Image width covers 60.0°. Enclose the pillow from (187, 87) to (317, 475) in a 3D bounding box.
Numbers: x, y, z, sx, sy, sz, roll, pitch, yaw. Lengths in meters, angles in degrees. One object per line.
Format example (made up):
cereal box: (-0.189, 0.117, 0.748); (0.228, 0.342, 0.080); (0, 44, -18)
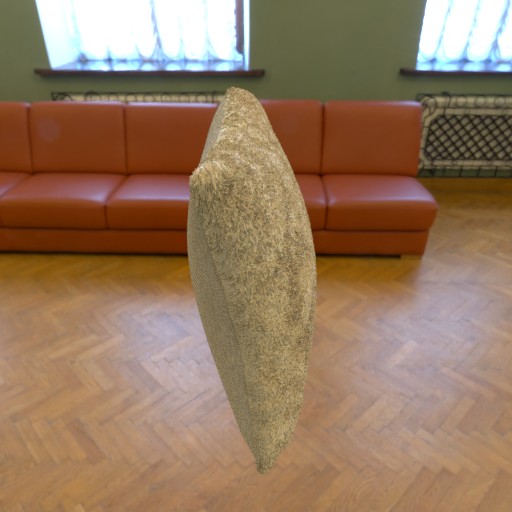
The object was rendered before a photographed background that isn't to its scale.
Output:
pillow: (0.000, 0.000, 0.801); (0.218, 0.515, 0.529); (0, 31, 0)
